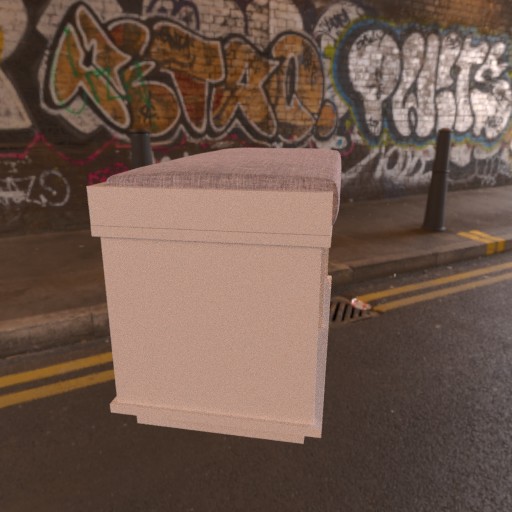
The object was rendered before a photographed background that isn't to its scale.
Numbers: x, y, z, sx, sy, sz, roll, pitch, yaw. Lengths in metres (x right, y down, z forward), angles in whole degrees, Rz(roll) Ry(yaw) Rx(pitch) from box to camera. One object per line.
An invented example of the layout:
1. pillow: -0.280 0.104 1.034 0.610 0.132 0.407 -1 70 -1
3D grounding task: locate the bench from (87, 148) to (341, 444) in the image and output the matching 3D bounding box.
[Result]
1. bench: 0.000 0.000 1.010 0.362 0.461 0.734 3 17 10
